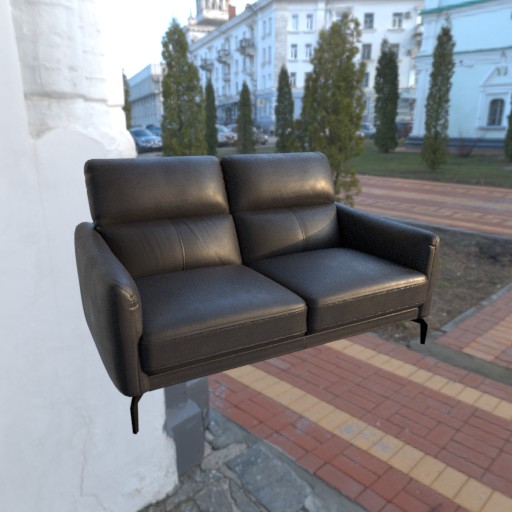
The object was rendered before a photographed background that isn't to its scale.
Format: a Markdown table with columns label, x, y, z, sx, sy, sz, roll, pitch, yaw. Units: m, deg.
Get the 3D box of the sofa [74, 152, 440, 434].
| label | x | y | z | sx | sy | sz | roll | pitch | yaw |
| --- | --- | --- | --- | --- | --- | --- | --- | --- | --- |
| sofa | 0.000 | 0.000 | 2.166 | 1.596 | 0.920 | 0.958 | -9 | 18 | -27 |
